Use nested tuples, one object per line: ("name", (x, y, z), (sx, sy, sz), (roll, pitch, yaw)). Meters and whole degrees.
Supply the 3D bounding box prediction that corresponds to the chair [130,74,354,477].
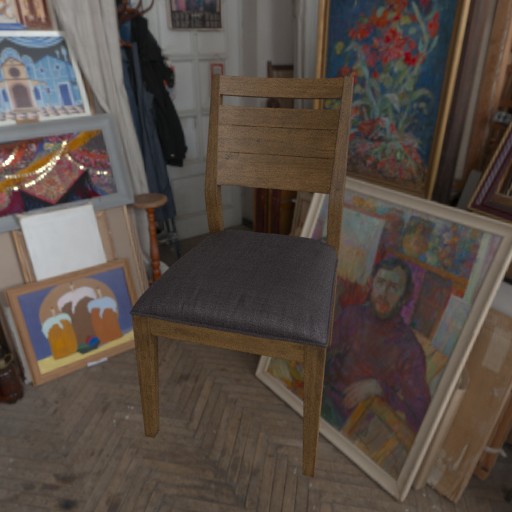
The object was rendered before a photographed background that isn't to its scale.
("chair", (0.000, 0.000, 1.281), (0.501, 0.939, 0.610), (7, 27, 14))
